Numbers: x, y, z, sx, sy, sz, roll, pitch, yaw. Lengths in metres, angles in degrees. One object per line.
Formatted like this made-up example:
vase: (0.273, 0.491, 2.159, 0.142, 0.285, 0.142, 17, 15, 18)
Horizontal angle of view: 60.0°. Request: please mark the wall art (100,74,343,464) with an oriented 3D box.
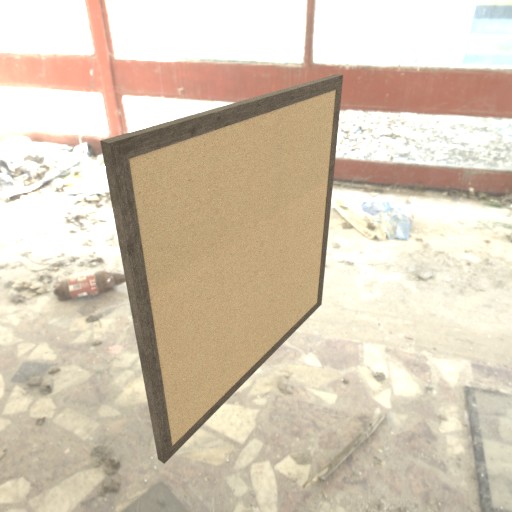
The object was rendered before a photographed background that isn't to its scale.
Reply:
wall art: (0.000, 0.000, 0.669, 0.013, 0.457, 0.457, 20, 36, 30)
